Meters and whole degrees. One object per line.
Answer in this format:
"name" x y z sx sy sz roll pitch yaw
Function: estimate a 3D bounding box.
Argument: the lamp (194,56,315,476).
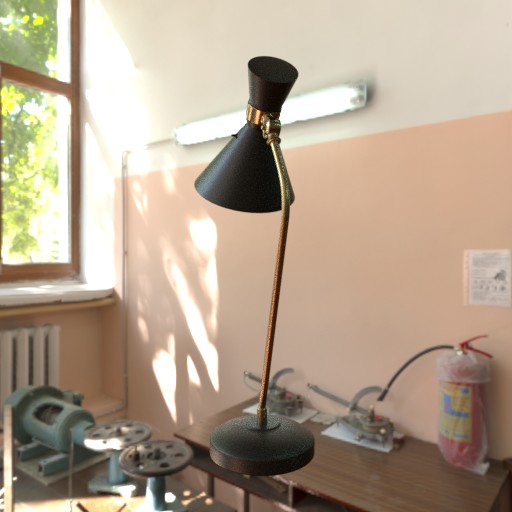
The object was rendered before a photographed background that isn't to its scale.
"lamp" 0.000 0.000 0.767 0.189 0.647 0.292 0 0 -18
